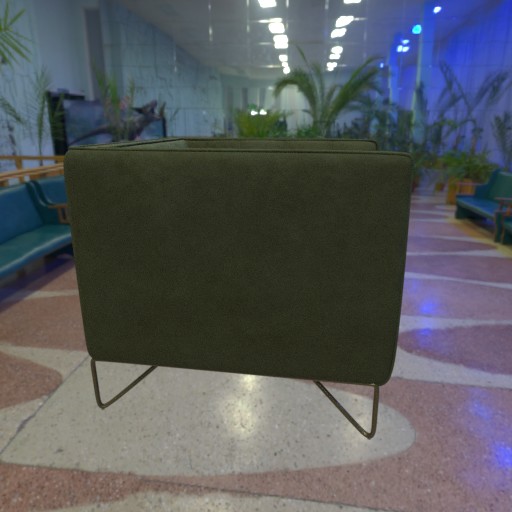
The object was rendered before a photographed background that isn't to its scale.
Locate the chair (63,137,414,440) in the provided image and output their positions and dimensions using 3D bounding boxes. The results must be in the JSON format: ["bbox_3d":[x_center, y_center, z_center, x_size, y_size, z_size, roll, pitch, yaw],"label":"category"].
[{"bbox_3d":[0.000,0.000,1.572,0.894,0.790,0.880,3,17,9],"label":"chair"}]
